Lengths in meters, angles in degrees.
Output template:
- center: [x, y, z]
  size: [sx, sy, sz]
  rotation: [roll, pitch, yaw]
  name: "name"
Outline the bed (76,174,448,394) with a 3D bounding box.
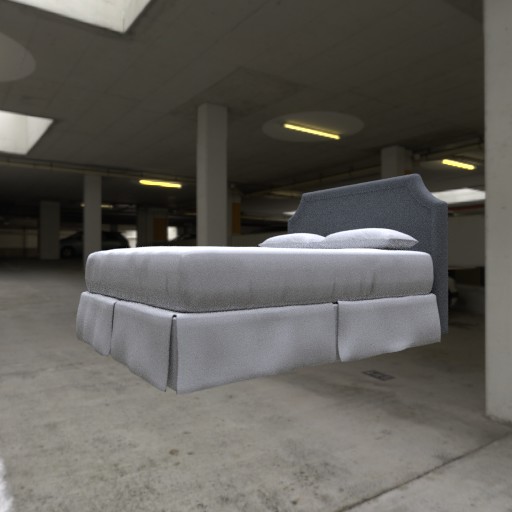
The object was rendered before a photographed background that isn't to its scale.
- center: [0.000, 0.000, 3.373]
  size: [2.259, 1.296, 1.811]
  rotation: [0, 0, -36]
  name: "bed"
